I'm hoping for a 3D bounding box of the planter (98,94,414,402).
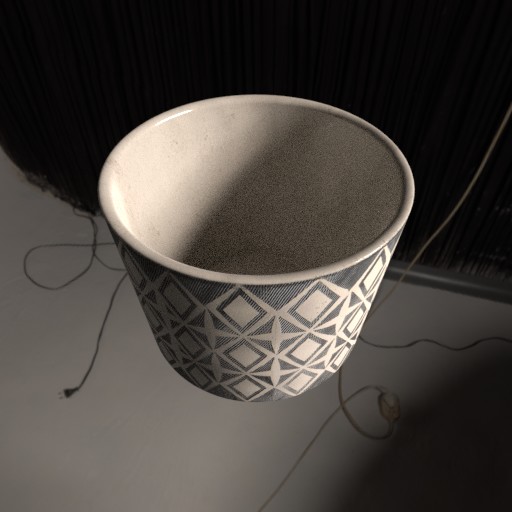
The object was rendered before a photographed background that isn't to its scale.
[{"bbox_3d":[0.000,0.000,0.453,0.260,0.220,0.260,0,46,0],"label":"planter"}]
